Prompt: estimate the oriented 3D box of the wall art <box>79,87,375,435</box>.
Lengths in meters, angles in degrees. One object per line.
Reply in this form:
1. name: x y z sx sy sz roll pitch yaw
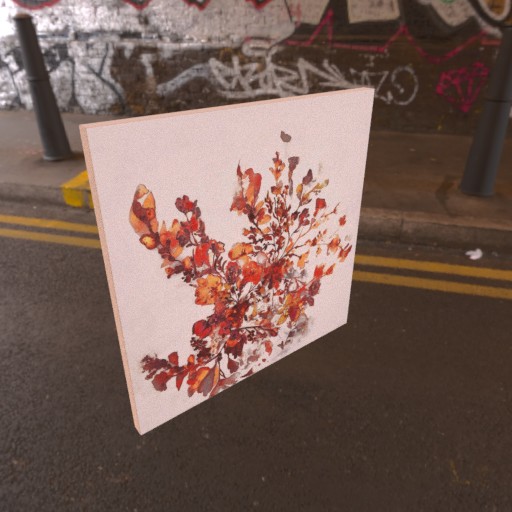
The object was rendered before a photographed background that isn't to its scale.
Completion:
1. wall art: 0.000 0.000 1.527 1.009 1.009 0.049 -20 34 -33
